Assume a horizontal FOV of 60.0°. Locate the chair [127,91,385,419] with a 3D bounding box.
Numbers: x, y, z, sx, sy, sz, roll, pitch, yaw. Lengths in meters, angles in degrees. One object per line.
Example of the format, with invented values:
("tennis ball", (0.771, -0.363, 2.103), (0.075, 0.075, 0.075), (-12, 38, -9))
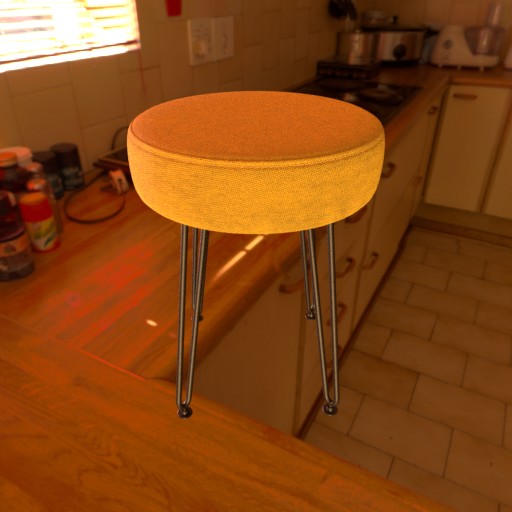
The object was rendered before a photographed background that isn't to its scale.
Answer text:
("chair", (0.000, 0.000, 0.711), (0.345, 0.455, 0.345), (-1, 32, -1))
